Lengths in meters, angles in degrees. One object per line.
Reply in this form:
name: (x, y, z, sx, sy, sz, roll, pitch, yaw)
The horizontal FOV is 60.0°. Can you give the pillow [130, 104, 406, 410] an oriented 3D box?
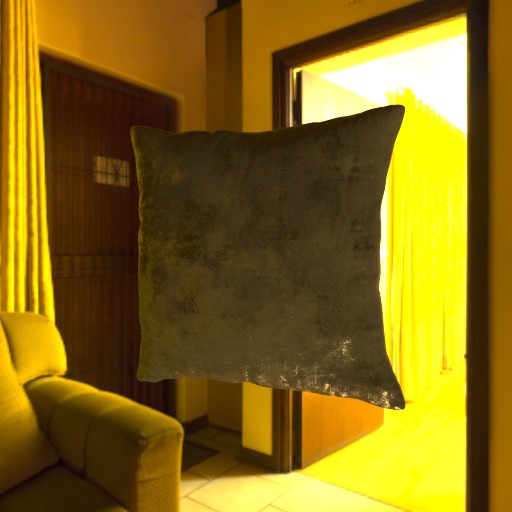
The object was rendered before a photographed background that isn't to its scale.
pillow: (0.000, 0.000, 0.734, 0.470, 0.464, 0.175, 0, 0, 18)
